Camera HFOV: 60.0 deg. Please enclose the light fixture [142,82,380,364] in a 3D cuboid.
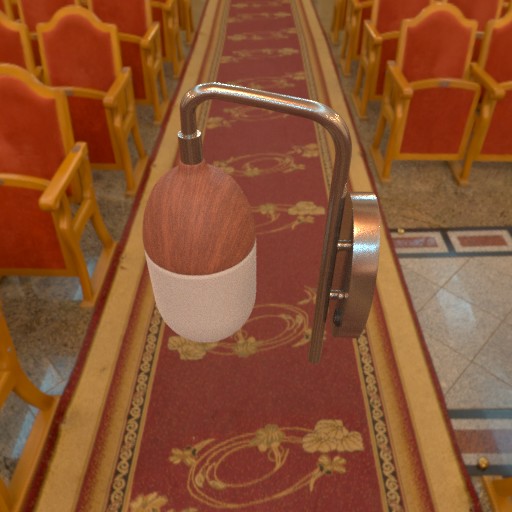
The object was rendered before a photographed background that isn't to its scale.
[{"bbox_3d":[0.000,0.000,0.444,0.216,0.343,0.108,1,41,1],"label":"light fixture"}]
